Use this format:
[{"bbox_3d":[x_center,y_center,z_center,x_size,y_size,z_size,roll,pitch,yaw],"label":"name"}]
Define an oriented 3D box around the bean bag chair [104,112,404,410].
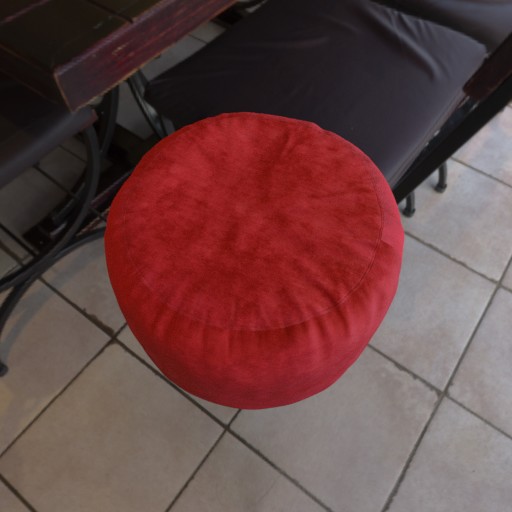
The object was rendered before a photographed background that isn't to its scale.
[{"bbox_3d":[0.000,0.000,1.964,1.219,0.762,1.219,0,58,0],"label":"bean bag chair"}]
